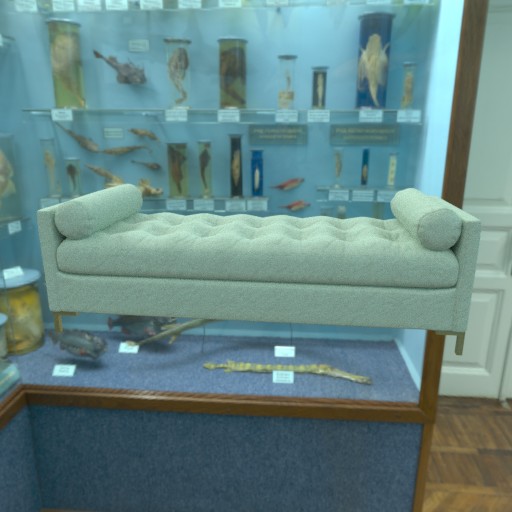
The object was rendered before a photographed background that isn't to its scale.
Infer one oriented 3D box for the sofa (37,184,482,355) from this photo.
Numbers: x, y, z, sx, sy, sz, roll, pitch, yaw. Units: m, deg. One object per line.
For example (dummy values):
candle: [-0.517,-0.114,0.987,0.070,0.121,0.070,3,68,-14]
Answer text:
sofa: [0.000,0.000,2.479,2.102,0.705,0.796,2,16,7]
